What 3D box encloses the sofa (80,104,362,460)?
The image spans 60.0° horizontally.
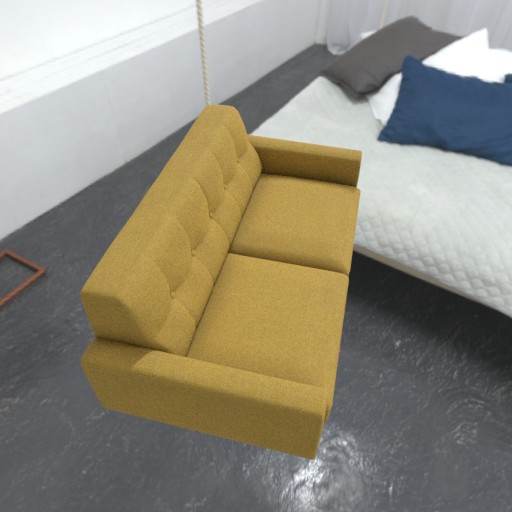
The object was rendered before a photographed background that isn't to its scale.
[{"bbox_3d":[0.000,0.000,2.154,0.909,0.841,1.631,10,46,10],"label":"sofa"}]
